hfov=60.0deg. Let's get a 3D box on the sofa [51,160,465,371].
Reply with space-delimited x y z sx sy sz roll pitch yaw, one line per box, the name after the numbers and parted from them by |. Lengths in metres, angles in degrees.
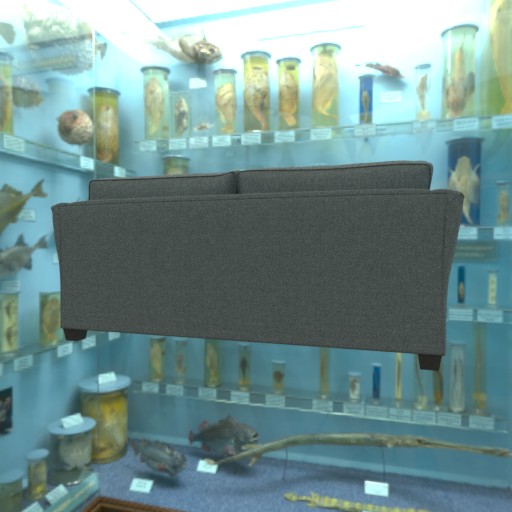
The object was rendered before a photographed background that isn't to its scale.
0.000 0.000 2.710 2.203 0.976 1.013 0 1 18 | sofa
